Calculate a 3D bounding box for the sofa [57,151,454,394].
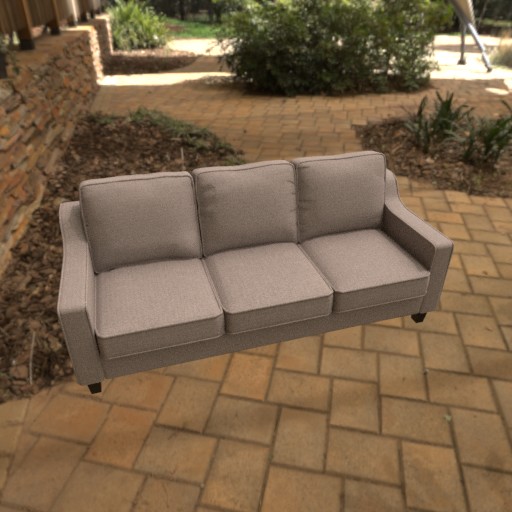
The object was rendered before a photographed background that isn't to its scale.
[{"bbox_3d":[0.000,0.000,2.653,2.129,0.950,0.899,-9,32,-14],"label":"sofa"}]
